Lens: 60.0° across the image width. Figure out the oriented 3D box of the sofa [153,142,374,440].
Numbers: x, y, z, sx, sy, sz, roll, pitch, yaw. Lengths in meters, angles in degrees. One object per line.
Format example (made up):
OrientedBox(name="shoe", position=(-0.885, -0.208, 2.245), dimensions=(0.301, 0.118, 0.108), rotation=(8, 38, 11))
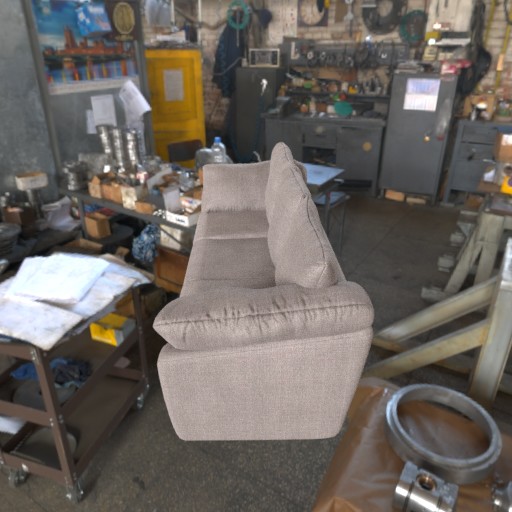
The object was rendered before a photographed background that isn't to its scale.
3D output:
OrientedBox(name="sofa", position=(0.000, 0.000, 2.809), dimensions=(0.878, 0.996, 2.334), rotation=(-1, 26, -1))
